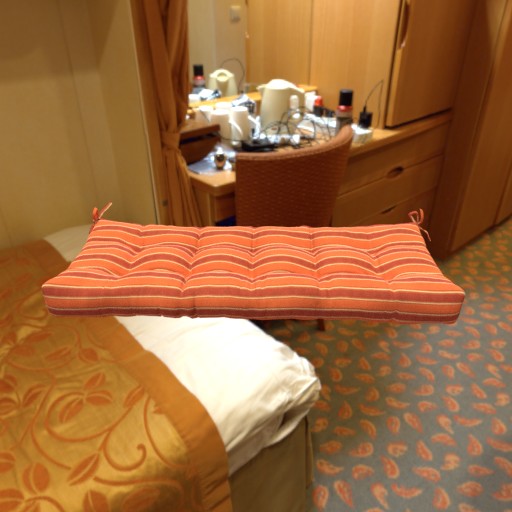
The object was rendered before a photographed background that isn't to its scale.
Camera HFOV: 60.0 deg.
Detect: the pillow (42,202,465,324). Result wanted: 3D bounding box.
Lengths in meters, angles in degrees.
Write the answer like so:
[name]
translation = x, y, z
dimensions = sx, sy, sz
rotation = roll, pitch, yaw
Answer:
[pillow]
translation = 0.000, 0.000, 1.384
dimensions = 1.194, 0.174, 0.511
rotation = 1, 31, 1
